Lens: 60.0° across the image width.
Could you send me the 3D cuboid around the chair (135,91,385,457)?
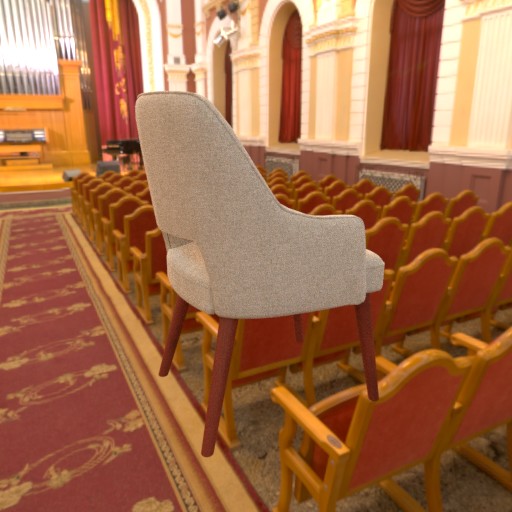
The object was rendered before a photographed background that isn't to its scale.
[{"bbox_3d":[0.000,0.000,1.254,0.605,0.849,0.548,-8,18,-25],"label":"chair"}]
